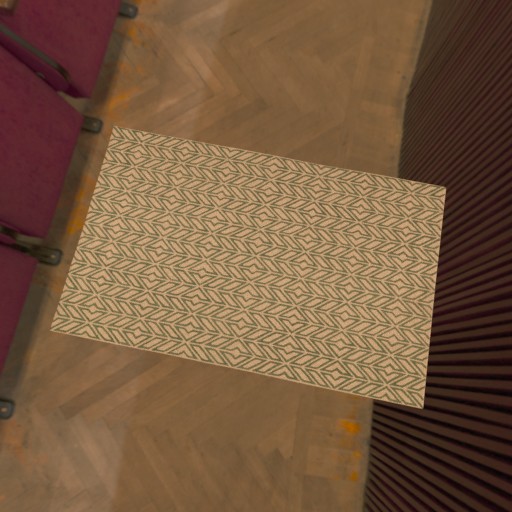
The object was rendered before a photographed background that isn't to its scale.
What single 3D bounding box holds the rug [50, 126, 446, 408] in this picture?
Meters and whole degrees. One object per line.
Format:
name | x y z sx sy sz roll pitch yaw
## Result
rug | 0.000 0.000 3.010 2.435 0.011 1.517 11 76 3
